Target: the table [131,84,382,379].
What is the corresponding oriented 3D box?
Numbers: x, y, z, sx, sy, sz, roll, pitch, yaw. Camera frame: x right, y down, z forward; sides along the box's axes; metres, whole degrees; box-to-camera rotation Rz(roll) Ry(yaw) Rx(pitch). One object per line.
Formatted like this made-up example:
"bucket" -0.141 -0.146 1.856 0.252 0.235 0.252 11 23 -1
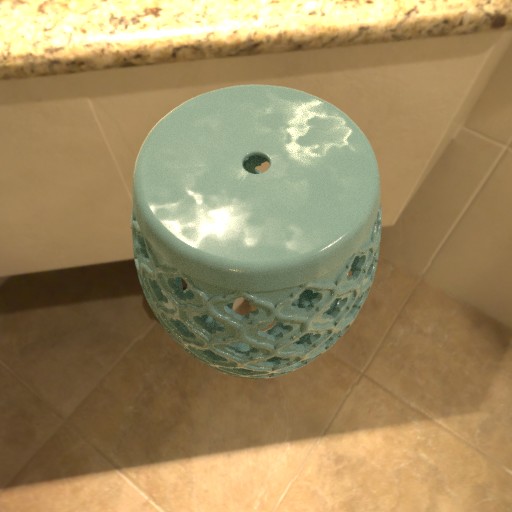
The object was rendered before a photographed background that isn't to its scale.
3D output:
"table" 0.000 0.000 0.634 0.325 0.388 0.325 0 59 0
